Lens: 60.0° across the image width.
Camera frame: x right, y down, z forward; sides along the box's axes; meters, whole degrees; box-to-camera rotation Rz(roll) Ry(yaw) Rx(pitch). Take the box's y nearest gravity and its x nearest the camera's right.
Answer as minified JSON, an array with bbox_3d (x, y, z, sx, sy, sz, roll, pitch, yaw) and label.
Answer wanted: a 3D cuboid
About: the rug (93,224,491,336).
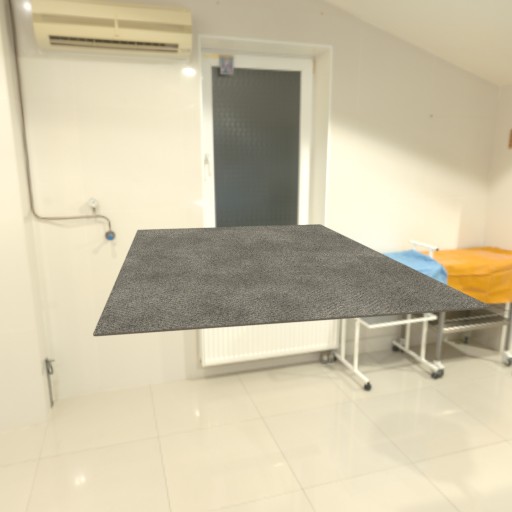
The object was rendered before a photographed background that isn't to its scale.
[{"bbox_3d":[0.000,0.000,2.788,1.600,0.008,2.235,-2,13,-10],"label":"rug"}]
